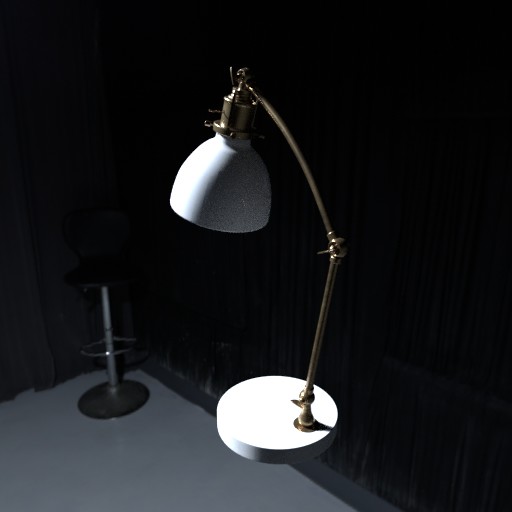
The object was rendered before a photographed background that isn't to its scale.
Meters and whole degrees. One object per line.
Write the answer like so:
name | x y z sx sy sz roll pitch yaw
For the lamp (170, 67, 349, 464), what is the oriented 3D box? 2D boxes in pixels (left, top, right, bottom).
lamp | 0.000 0.000 0.657 0.186 0.522 0.317 -15 21 -42
